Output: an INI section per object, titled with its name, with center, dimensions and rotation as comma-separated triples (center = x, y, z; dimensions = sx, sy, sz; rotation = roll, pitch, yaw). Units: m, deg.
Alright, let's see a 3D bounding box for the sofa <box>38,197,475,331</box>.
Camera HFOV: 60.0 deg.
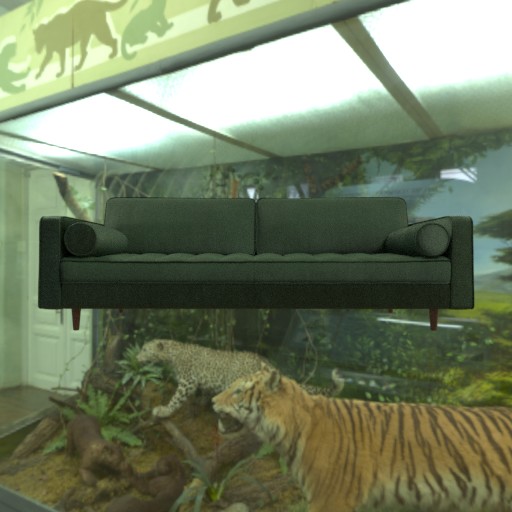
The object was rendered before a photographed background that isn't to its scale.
[sofa]
center = 0.000, 0.000, 2.647
dimensions = 2.199, 0.769, 0.918
rotation = 0, 0, 0
